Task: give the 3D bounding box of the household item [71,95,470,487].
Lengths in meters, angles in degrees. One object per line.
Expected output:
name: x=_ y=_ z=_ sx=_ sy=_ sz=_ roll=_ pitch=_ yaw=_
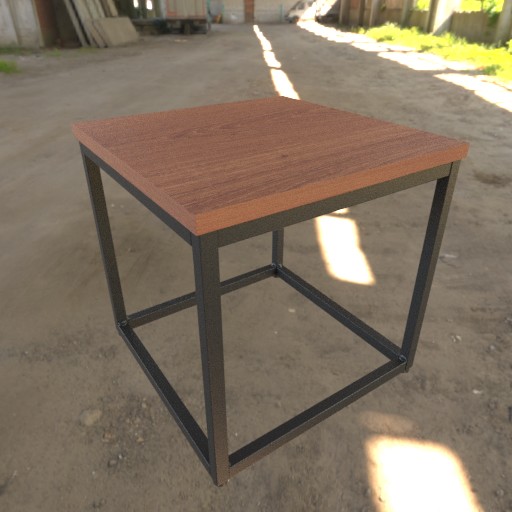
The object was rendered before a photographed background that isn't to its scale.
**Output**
household item: x=0.000 y=0.000 z=0.720 sx=0.400 sy=0.400 sz=0.400 roll=-19 pitch=35 yaw=-29
